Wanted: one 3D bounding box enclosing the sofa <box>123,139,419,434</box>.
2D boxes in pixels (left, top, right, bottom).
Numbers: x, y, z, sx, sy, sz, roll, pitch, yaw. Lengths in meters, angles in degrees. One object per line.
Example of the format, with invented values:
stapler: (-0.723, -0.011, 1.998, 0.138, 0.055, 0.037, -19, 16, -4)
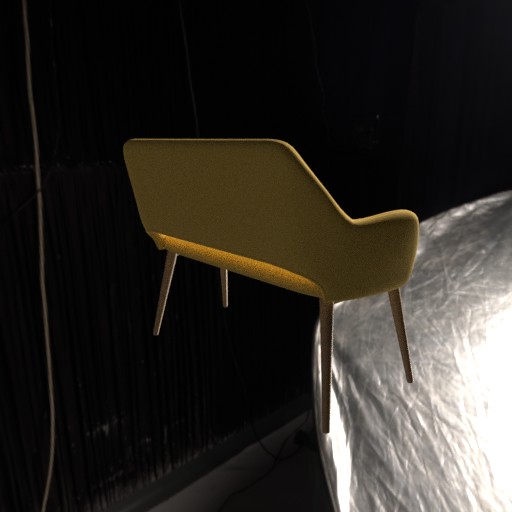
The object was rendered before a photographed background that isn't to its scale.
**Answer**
sofa: (0.000, 0.000, 1.645, 0.610, 0.840, 1.150, -14, 20, -42)
